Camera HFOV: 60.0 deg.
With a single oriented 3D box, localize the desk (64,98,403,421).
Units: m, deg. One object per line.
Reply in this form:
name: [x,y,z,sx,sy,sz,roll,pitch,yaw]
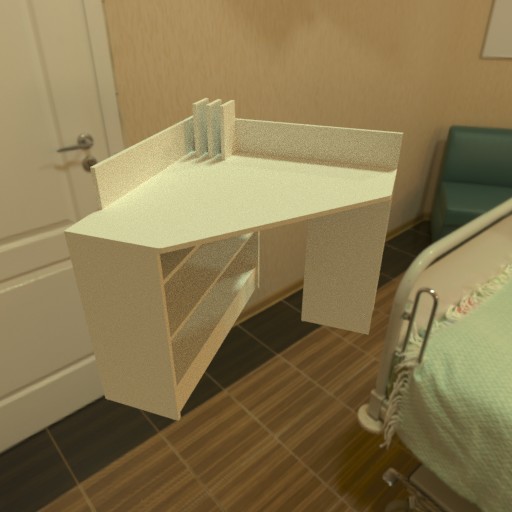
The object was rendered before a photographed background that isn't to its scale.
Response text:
desk: [0.000,0.000,1.762,0.940,0.986,0.940,10,32,16]
